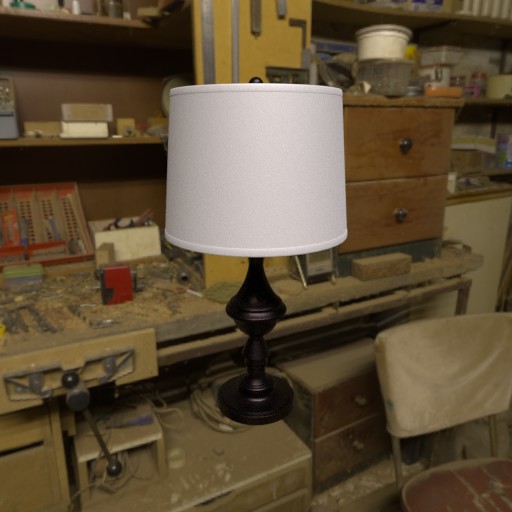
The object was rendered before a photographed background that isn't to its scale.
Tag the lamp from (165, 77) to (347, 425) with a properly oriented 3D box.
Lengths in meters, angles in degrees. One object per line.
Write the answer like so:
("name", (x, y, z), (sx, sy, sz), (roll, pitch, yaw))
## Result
("lamp", (0.000, 0.000, 0.964), (0.383, 0.726, 0.383), (0, 16, 0))
